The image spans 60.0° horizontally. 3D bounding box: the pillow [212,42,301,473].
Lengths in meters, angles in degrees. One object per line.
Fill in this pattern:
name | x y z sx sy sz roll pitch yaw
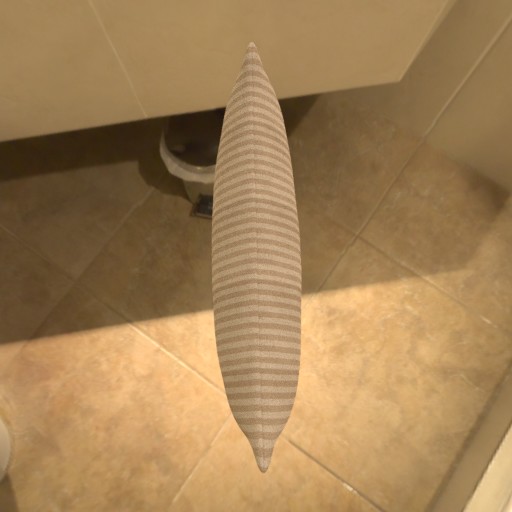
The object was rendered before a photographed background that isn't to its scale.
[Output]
pillow | 0.000 0.000 0.755 0.151 0.295 0.617 -1 77 0
